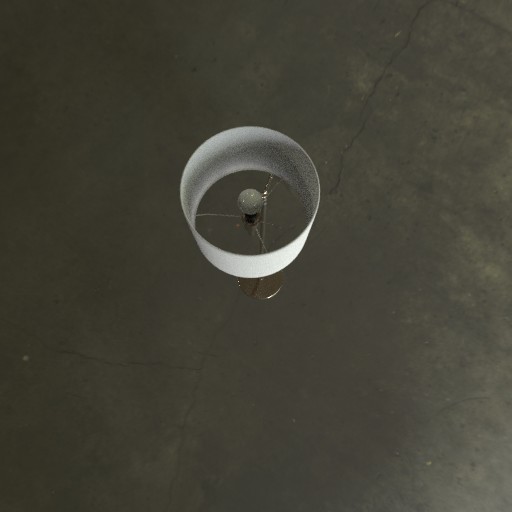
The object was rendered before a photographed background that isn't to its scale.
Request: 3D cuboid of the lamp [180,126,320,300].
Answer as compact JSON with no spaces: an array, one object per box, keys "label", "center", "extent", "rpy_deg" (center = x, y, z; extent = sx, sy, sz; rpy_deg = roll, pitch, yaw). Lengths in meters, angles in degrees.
[{"label":"lamp","center":[0.000,0.000,1.805],"extent":[0.324,1.600,0.416],"rpy_deg":[18,76,4]}]
